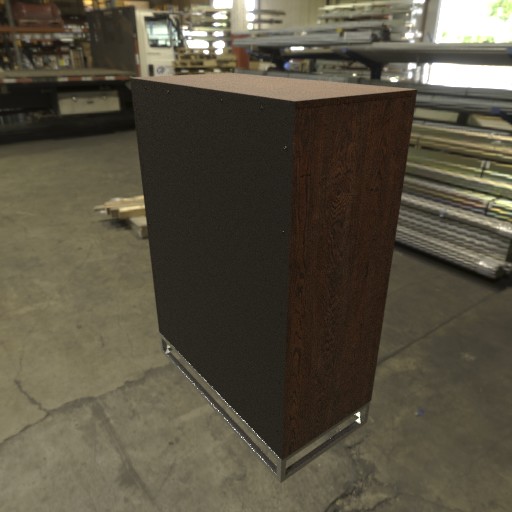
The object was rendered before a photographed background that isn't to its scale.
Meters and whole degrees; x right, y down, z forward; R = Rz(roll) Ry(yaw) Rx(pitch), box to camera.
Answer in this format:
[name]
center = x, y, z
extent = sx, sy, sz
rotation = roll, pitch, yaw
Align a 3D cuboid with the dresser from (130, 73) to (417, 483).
[dresser]
center = 0.000, 0.000, 1.806
extent = 0.508, 1.321, 0.965
rotation = -18, 31, -33
